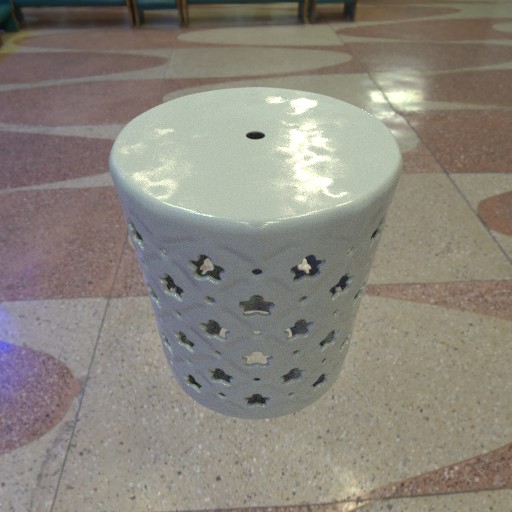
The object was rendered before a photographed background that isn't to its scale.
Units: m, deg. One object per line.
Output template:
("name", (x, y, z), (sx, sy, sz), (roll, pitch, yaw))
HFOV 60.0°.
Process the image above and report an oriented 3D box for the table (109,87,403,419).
("table", (0.000, 0.000, 0.663), (0.352, 0.387, 0.352), (0, 41, 0))
